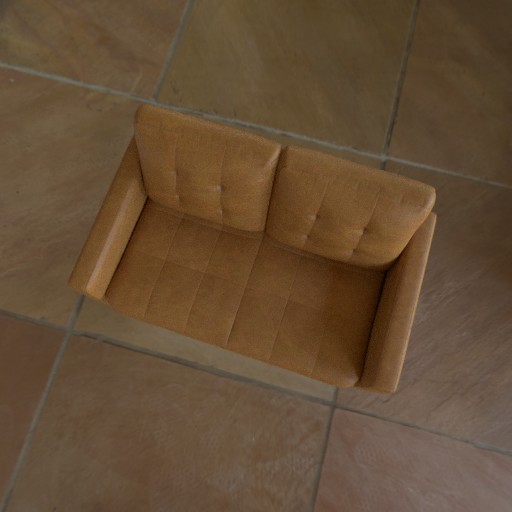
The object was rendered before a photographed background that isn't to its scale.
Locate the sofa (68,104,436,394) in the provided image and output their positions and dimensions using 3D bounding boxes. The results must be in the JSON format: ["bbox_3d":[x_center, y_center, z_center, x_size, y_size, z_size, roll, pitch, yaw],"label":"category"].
[{"bbox_3d":[0.000,0.000,2.012,1.430,0.898,0.868,18,75,5],"label":"sofa"}]
